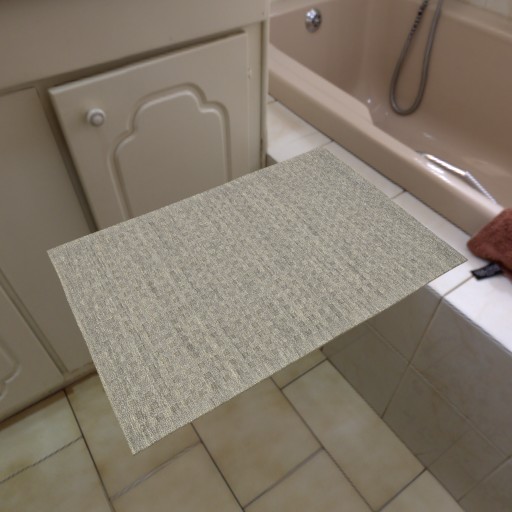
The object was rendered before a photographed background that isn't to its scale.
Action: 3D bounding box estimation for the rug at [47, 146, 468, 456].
[{"bbox_3d":[0.000,0.000,2.892,2.297,0.018,1.532,-25,52,-21],"label":"rug"}]
